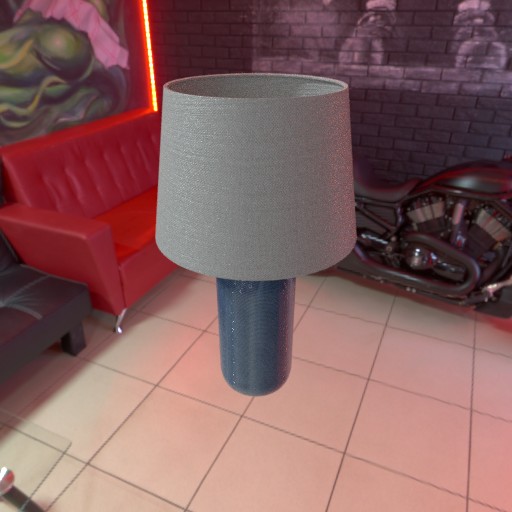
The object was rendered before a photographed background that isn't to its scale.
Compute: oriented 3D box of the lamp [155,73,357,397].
[{"bbox_3d":[0.000,0.000,0.587,0.253,0.428,0.253,0,28,0],"label":"lamp"}]
